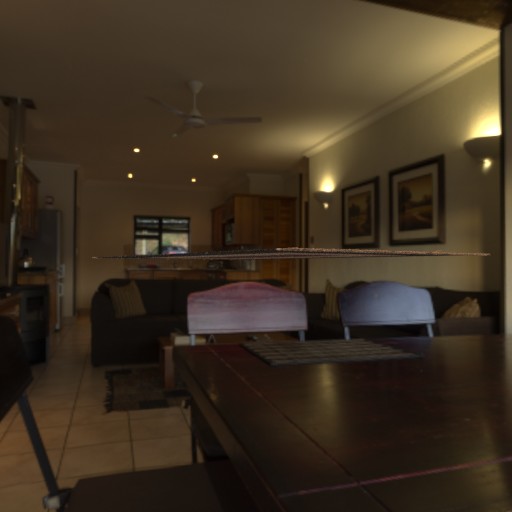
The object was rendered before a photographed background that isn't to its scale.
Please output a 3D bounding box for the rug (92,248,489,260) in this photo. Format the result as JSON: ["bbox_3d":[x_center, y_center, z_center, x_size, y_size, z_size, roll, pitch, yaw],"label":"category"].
[{"bbox_3d":[0.000,0.000,1.897,0.920,0.013,1.541,1,-2,-37],"label":"rug"}]
